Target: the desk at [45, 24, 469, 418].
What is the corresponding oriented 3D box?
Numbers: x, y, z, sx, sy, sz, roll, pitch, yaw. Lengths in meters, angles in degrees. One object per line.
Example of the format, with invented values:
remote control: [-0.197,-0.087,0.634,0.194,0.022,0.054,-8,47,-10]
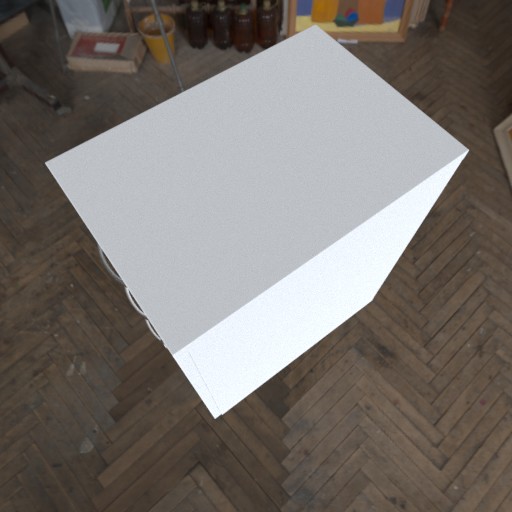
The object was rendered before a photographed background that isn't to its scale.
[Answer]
desk: [0.000,0.000,1.068,0.600,0.730,0.404,-34,68,-16]
